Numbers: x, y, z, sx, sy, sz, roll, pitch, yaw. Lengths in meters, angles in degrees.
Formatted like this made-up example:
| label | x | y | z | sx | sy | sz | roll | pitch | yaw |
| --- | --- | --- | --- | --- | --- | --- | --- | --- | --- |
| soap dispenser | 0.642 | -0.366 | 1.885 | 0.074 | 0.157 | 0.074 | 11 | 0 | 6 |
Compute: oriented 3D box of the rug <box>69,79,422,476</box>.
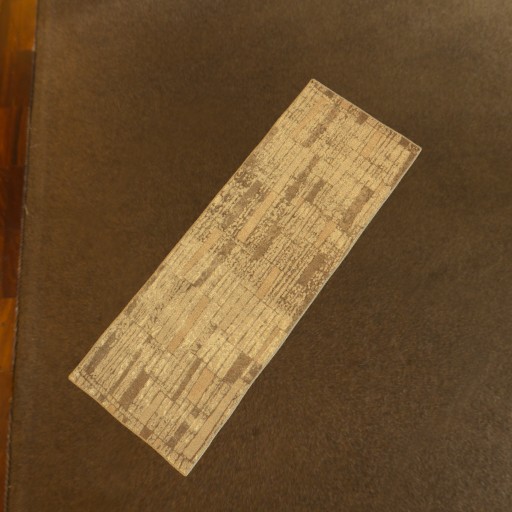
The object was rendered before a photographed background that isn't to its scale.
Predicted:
| label | x | y | z | sx | sy | sz | roll | pitch | yaw |
| --- | --- | --- | --- | --- | --- | --- | --- | --- | --- |
| rug | 0.000 | 0.000 | 2.639 | 0.857 | 0.018 | 2.383 | 36 | 79 | 8 |
